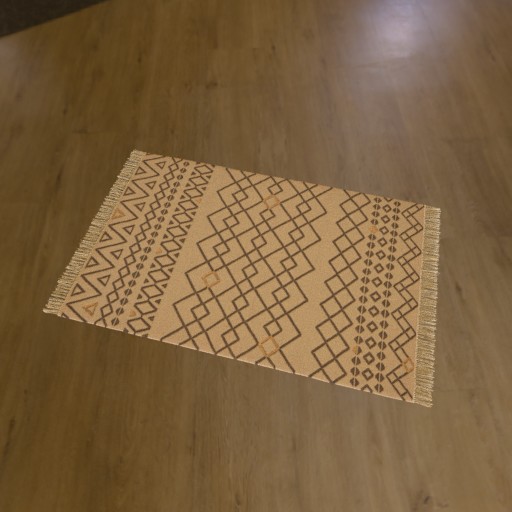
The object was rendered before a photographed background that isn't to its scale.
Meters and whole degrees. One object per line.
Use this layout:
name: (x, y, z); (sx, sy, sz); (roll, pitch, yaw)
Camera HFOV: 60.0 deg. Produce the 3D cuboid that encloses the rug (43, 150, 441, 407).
rug: (0.000, 0.000, 2.511); (2.023, 0.028, 1.224); (12, 58, 8)
